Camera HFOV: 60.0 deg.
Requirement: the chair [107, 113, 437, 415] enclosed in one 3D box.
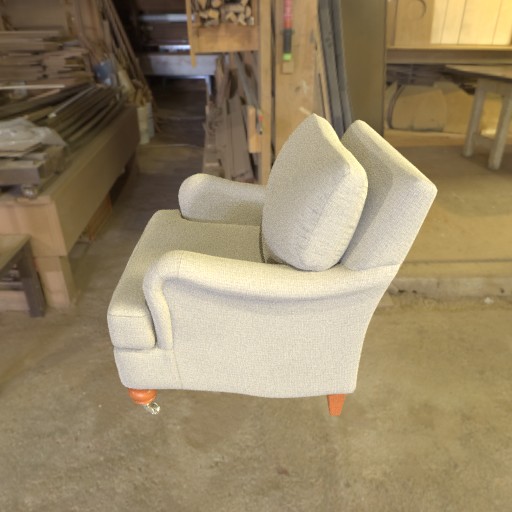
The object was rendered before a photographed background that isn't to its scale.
[{"bbox_3d":[0.000,0.000,1.888,1.070,1.038,0.955,0,28,-1],"label":"chair"}]
